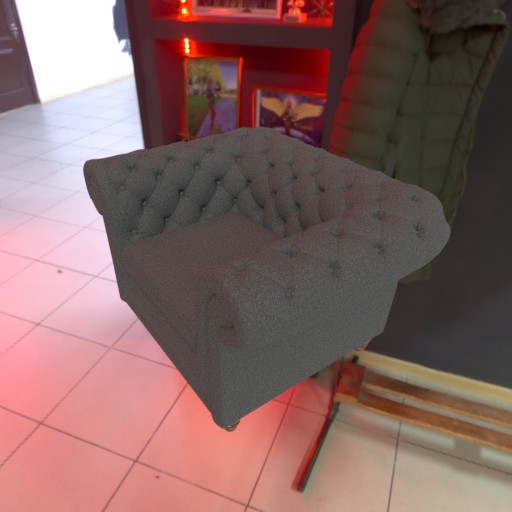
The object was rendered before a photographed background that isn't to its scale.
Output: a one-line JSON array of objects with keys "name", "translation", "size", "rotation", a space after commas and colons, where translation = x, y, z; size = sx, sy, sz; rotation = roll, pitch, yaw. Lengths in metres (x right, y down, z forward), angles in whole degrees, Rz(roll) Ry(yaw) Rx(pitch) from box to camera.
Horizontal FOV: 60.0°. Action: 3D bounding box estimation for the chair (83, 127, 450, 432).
[{"name": "chair", "translation": [0.000, 0.000, 1.906], "size": [0.976, 0.770, 1.270], "rotation": [-22, 39, -30]}]
